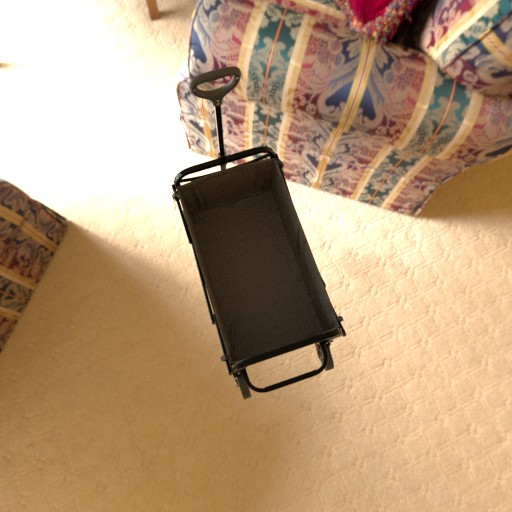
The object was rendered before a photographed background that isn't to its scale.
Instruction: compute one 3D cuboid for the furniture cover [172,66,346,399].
[{"bbox_3d":[0.000,0.000,1.767,0.532,1.295,1.038,-18,75,-5],"label":"furniture cover"}]
